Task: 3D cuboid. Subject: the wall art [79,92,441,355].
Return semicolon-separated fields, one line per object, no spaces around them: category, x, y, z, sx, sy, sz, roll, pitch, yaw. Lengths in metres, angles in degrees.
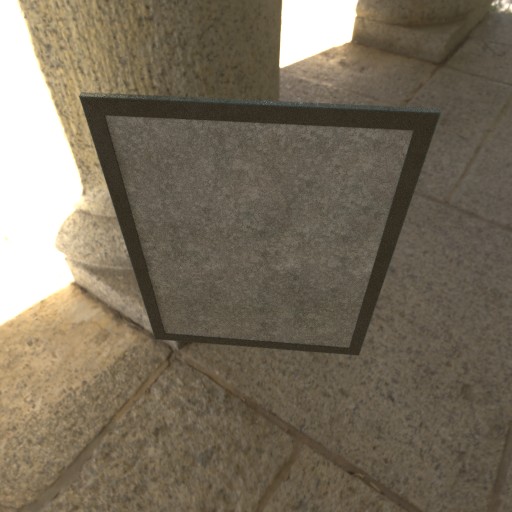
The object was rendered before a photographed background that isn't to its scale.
wall art;0.000;0.000;1.308;0.767;0.983;0.030;4;48;4
